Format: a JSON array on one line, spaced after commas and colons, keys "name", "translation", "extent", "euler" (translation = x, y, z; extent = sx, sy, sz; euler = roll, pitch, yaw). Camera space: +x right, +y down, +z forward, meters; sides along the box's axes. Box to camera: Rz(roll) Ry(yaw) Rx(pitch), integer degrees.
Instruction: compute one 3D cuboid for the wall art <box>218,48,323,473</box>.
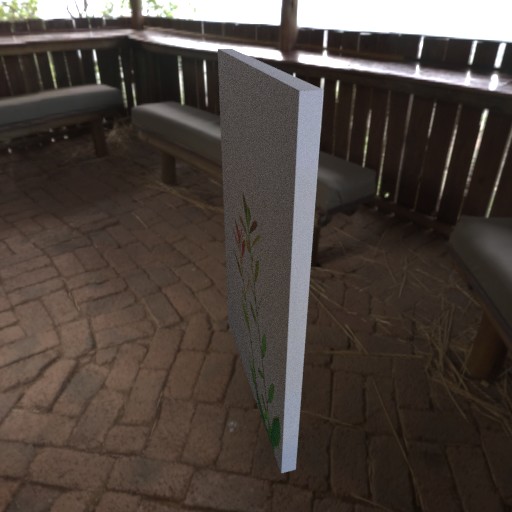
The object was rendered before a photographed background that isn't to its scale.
[{"name": "wall art", "translation": [0.000, 0.000, 1.140], "extent": [0.039, 0.915, 0.612], "euler": [-8, 31, -13]}]
